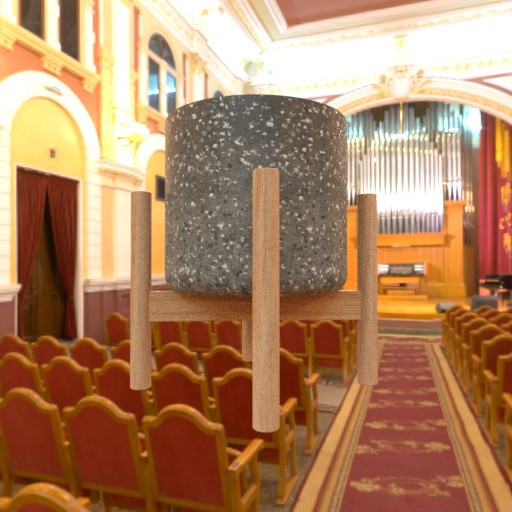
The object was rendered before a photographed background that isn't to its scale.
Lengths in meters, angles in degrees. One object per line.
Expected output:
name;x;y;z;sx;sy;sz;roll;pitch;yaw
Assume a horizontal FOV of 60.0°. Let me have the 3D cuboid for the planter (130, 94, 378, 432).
planter;0.000;0.000;0.551;0.284;0.320;0.284;0;-1;19
